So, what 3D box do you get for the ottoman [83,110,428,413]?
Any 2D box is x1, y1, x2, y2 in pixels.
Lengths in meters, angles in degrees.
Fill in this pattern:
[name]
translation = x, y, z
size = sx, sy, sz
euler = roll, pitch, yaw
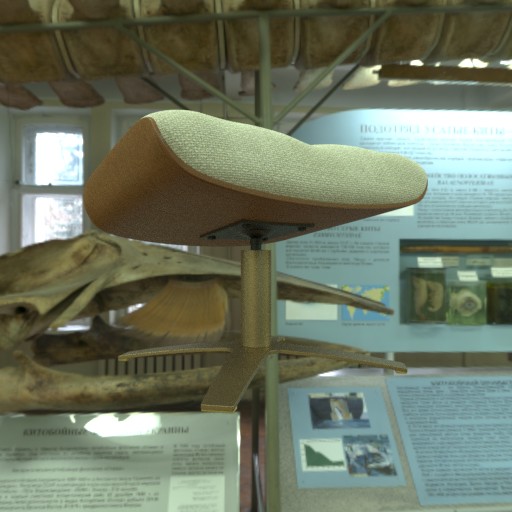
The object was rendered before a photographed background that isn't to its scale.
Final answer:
[ottoman]
translation = 0.000, 0.000, 0.801
size = 0.520, 0.391, 0.394
euler = 0, -1, -34
